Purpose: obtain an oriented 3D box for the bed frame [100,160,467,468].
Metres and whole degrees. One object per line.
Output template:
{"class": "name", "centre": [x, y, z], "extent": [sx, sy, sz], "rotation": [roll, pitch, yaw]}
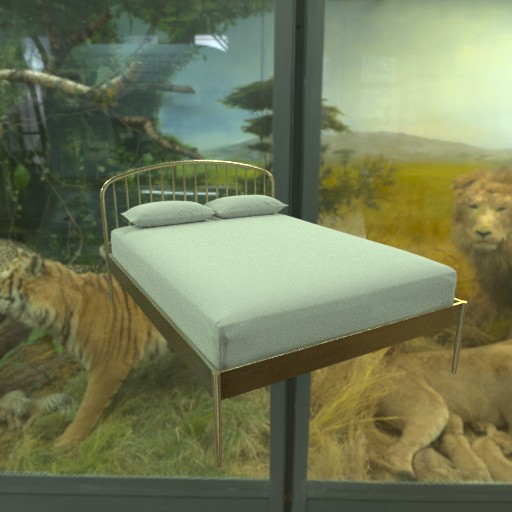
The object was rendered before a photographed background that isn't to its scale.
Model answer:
{"class": "bed frame", "centre": [0.000, 0.000, 3.054], "extent": [1.612, 1.175, 2.152], "rotation": [-9, 18, -28]}
